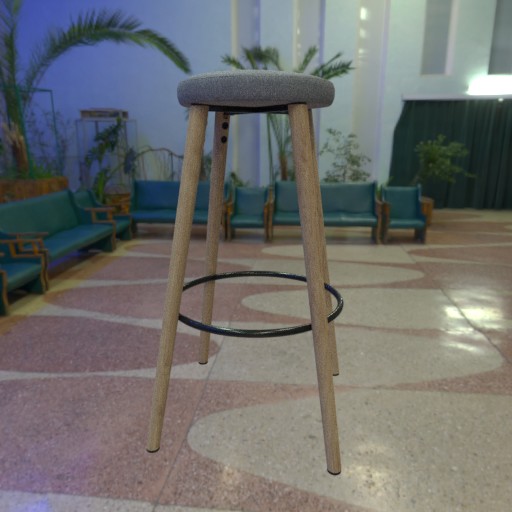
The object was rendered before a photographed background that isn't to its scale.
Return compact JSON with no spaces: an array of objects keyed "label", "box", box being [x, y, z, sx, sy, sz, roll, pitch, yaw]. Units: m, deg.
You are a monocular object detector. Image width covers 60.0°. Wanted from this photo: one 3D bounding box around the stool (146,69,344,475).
[{"label":"stool","box":[0.000,0.000,1.000,0.410,0.770,0.410,3,15,9]}]
